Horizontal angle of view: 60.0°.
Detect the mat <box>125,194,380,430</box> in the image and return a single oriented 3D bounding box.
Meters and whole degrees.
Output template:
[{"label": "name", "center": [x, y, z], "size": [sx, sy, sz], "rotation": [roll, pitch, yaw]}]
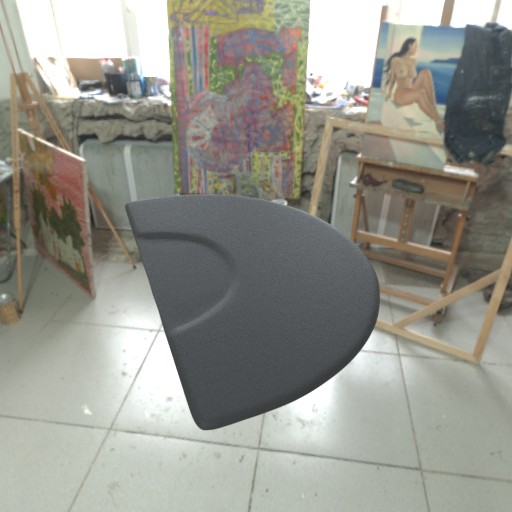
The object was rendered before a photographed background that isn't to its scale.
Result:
[{"label": "mat", "center": [0.000, 0.000, 1.886], "size": [0.917, 0.016, 1.525], "rotation": [-11, 33, -18]}]
